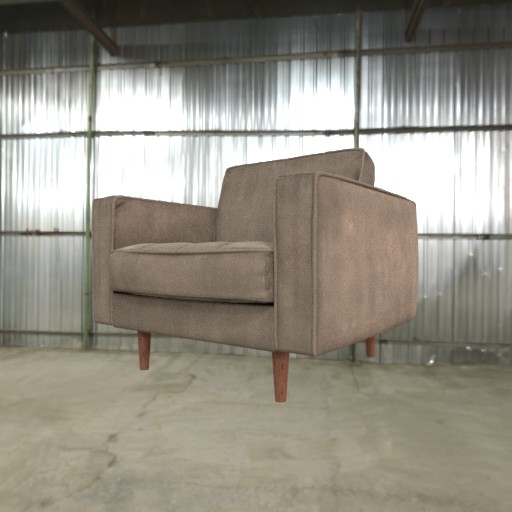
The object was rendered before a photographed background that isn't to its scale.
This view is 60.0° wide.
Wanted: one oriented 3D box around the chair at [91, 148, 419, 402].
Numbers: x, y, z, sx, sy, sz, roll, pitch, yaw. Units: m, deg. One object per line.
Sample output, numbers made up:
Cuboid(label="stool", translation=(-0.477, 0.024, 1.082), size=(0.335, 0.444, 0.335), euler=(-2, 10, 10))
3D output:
Cuboid(label="chair", translation=(0.000, 0.000, 1.568), size=(0.928, 0.773, 0.843), euler=(0, 0, 36))
